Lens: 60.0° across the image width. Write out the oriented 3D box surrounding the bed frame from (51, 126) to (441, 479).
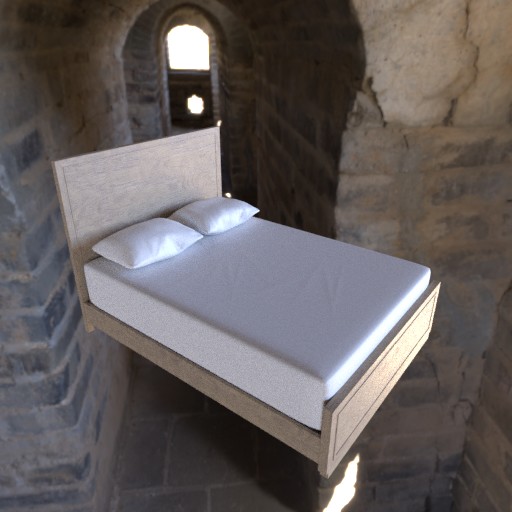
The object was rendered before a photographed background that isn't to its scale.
[{"bbox_3d":[0.000,0.000,3.196,2.189,1.369,1.606,19,32,33],"label":"bed frame"}]
